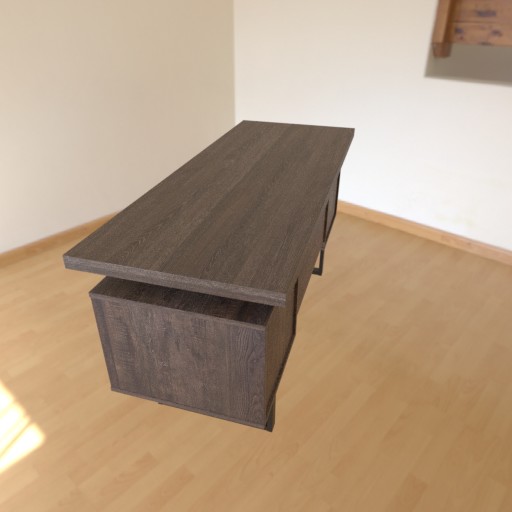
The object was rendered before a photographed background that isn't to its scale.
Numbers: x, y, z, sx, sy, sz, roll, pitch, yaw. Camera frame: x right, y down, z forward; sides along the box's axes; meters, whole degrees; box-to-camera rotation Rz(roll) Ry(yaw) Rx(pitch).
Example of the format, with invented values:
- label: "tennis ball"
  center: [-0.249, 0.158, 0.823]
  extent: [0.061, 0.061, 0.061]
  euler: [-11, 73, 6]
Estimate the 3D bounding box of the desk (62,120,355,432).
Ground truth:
- label: "desk"
  center: [0.000, 0.000, 1.903]
  extent: [0.600, 0.760, 1.524]
  euler: [9, 31, 14]
